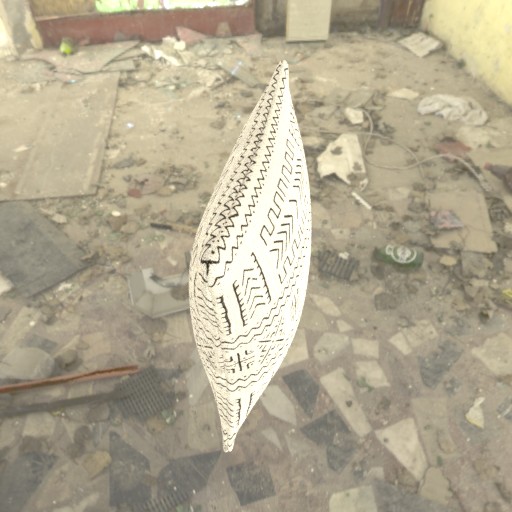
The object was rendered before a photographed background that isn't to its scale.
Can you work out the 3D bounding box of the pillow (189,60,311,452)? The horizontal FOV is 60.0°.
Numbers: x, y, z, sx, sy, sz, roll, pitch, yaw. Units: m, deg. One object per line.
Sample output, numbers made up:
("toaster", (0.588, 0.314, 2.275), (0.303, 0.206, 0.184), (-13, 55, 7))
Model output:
("pillow", (0.000, 0.000, 0.672), (0.164, 0.430, 0.438), (8, 47, 8))
